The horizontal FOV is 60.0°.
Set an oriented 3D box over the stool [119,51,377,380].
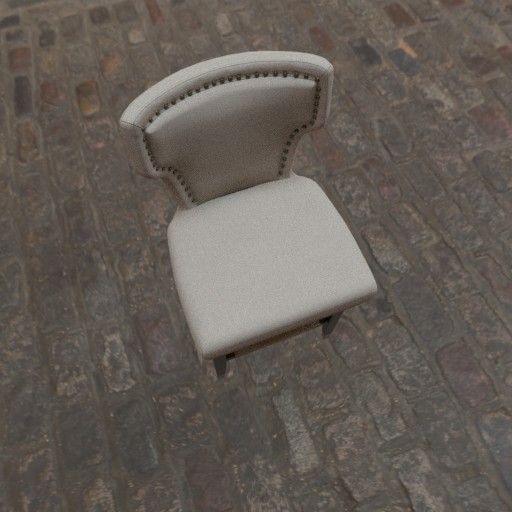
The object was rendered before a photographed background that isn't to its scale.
[{"bbox_3d":[0.000,0.000,1.408,0.526,1.092,0.563,-19,66,-9],"label":"stool"}]
